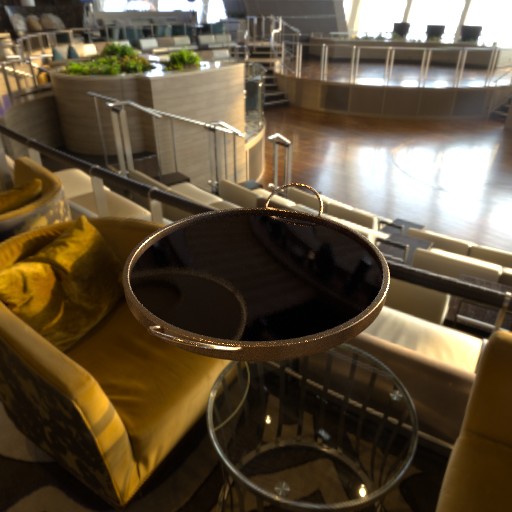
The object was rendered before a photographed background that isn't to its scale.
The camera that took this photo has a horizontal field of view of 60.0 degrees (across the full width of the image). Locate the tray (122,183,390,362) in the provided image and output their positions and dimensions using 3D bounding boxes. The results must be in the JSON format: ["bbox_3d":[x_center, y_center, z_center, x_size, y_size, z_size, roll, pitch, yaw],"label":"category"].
[{"bbox_3d":[0.000,0.000,0.748,0.438,0.069,0.543,11,31,18],"label":"tray"}]
